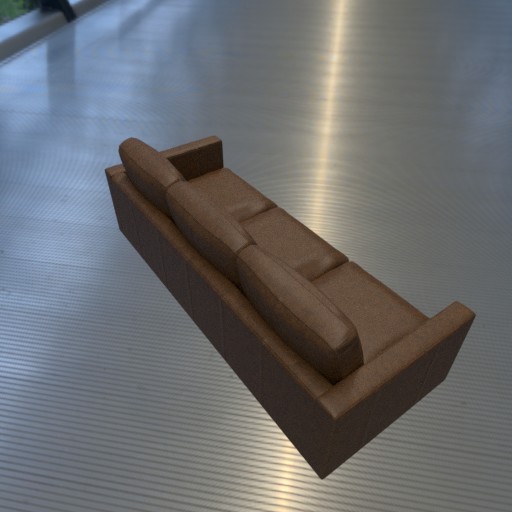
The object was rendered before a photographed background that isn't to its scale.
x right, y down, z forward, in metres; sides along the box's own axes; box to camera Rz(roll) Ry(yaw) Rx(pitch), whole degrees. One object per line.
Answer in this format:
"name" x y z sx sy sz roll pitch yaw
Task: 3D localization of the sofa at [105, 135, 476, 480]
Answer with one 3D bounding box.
"sofa" 0.000 0.000 2.626 0.903 0.930 2.231 -25 47 -26
